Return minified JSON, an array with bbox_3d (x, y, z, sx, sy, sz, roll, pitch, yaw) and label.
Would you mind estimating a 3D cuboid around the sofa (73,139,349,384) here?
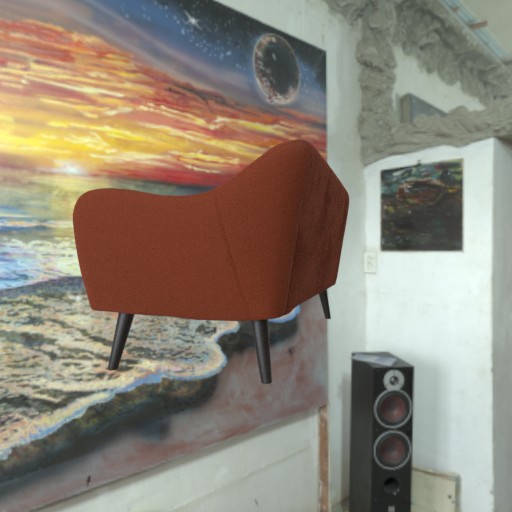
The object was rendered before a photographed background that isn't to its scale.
[{"bbox_3d":[0.000,0.000,2.279,0.820,0.836,1.840,0,0,17],"label":"sofa"}]
